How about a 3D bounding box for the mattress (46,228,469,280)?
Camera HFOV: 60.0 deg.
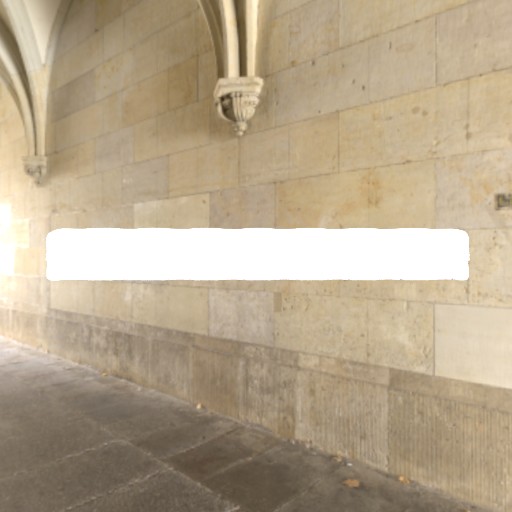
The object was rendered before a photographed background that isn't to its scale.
[{"bbox_3d":[0.000,0.000,2.611,1.600,0.200,1.900,0,-1,-1],"label":"mattress"}]
